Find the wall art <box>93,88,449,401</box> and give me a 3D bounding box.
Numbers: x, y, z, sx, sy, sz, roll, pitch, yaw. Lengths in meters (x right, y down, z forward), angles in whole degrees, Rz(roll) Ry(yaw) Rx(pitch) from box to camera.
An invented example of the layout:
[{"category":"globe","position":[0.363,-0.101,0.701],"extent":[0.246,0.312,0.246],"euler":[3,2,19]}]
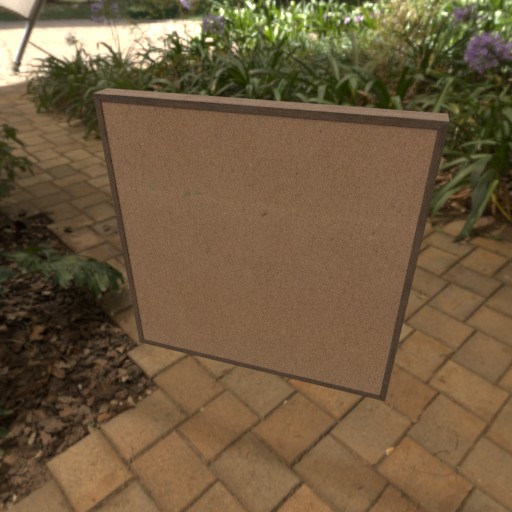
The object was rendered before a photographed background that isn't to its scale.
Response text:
[{"category":"wall art","position":[0.000,0.000,0.757],"extent":[0.508,0.508,0.038],"euler":[10,33,15]}]
